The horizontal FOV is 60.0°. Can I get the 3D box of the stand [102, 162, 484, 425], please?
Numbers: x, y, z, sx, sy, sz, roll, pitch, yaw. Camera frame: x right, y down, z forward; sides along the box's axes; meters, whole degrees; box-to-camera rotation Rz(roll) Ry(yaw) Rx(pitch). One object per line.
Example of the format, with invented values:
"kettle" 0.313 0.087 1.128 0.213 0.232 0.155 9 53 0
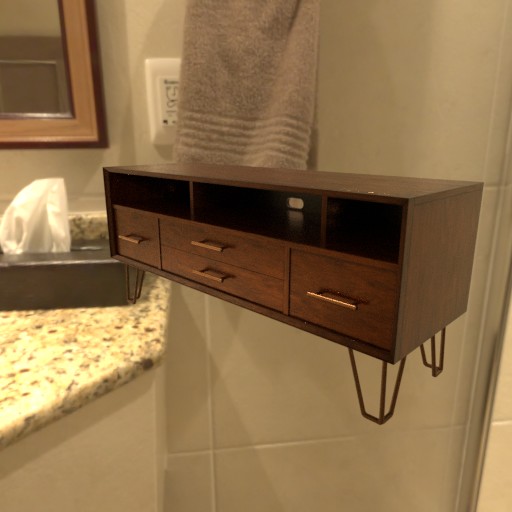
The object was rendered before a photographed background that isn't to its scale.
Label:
"stand" 0.000 0.000 1.656 1.372 0.610 0.481 14 21 42
